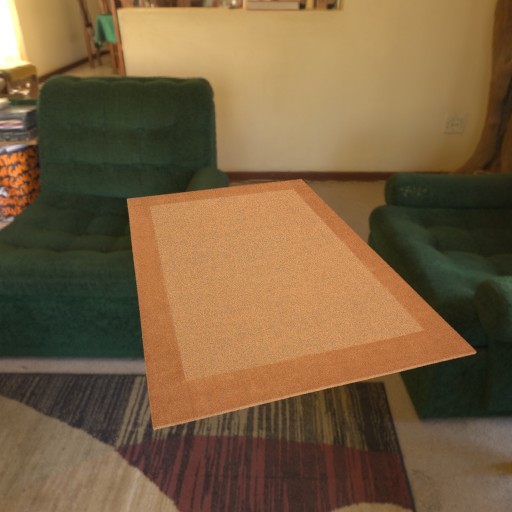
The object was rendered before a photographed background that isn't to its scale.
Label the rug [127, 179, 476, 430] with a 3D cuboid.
[{"bbox_3d":[0.000,0.000,2.295,1.219,0.014,1.829,-9,33,-14],"label":"rug"}]
